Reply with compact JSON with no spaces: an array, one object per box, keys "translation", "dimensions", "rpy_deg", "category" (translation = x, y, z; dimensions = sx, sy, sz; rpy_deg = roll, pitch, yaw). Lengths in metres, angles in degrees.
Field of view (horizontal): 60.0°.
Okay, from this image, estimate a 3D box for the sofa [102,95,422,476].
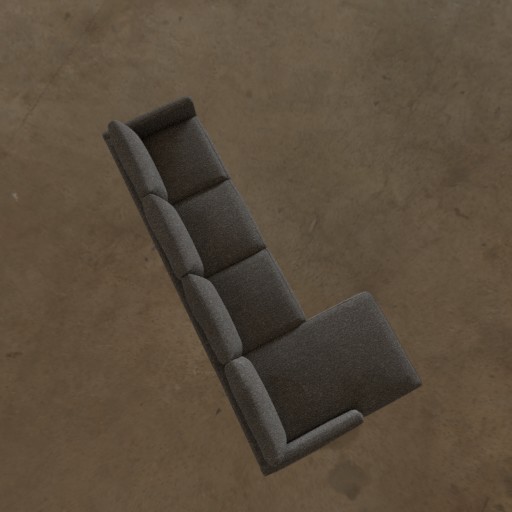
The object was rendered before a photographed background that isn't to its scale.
[{"translation":[0.000,0.000,3.541],"dimensions":[1.350,0.810,2.932],"rpy_deg":[-27,78,-6],"category":"sofa"}]
